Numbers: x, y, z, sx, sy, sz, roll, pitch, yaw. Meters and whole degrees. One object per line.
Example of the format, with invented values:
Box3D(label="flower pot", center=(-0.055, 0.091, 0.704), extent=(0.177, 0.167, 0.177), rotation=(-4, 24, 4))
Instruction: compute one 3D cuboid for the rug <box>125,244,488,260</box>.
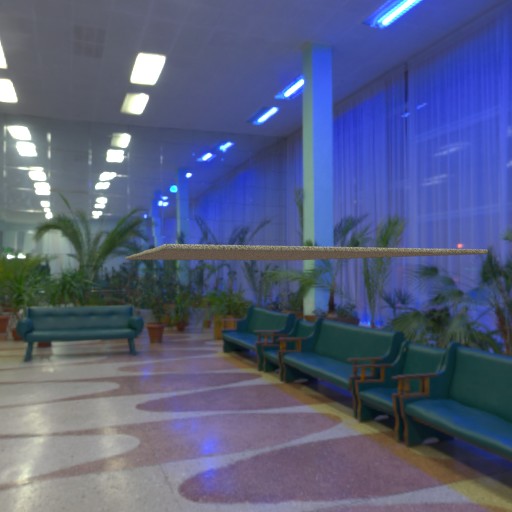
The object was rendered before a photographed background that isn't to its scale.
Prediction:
Box3D(label="rug", center=(0.000, 0.000, 3.458), extent=(1.800, 0.025, 2.699), rotation=(1, -1, -20))
